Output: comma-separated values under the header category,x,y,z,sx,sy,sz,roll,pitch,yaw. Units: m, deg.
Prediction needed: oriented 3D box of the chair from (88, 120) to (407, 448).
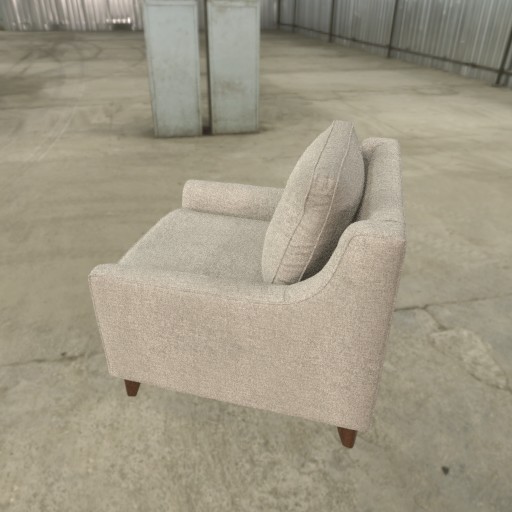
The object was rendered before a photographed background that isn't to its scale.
category,x,y,z,sx,sy,sz,roll,pitch,yaw
chair,0.000,0.000,1.600,0.918,0.864,0.838,7,31,12
